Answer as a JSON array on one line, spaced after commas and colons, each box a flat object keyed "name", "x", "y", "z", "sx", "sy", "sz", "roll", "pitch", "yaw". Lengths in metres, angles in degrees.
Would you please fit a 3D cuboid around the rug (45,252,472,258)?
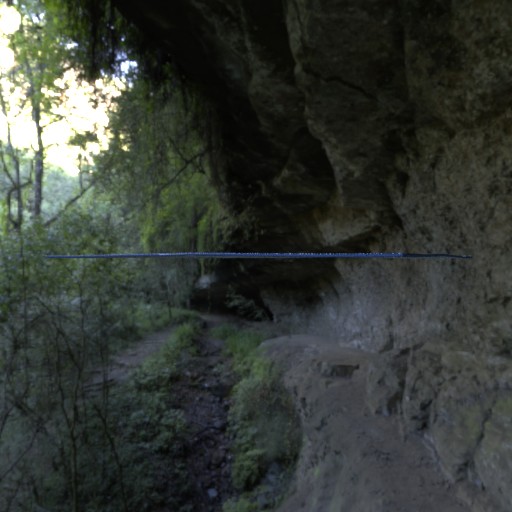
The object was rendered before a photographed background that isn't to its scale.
[{"name": "rug", "x": 0.000, "y": 0.000, "z": 2.198, "sx": 1.793, "sy": 0.025, "sz": 1.159, "roll": 0, "pitch": 0, "yaw": 35}]
